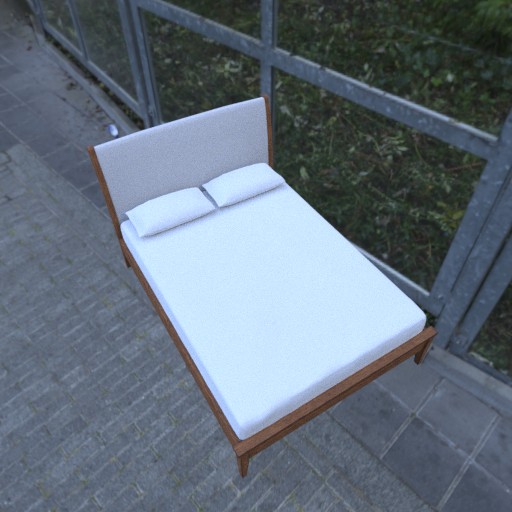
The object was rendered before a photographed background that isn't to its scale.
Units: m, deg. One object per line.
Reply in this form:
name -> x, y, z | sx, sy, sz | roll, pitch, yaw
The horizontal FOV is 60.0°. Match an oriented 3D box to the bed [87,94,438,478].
bed -> 0.000, 0.000, 3.098 | 1.502, 1.135, 2.108 | -24, 51, -21
